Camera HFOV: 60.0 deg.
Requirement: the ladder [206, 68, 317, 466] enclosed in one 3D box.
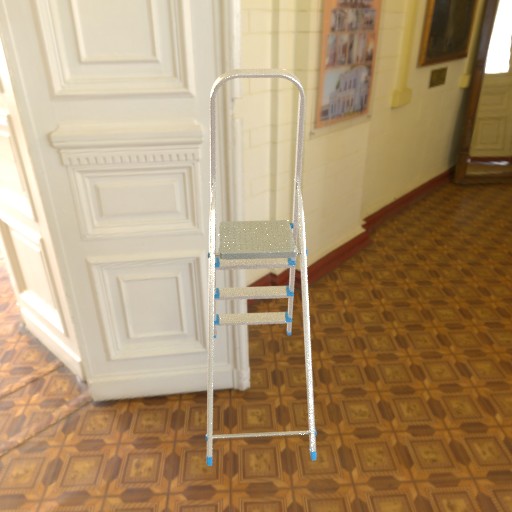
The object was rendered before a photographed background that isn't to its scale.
[{"bbox_3d":[0.000,0.000,1.807,0.445,1.434,0.842,-2,28,-3],"label":"ladder"}]
